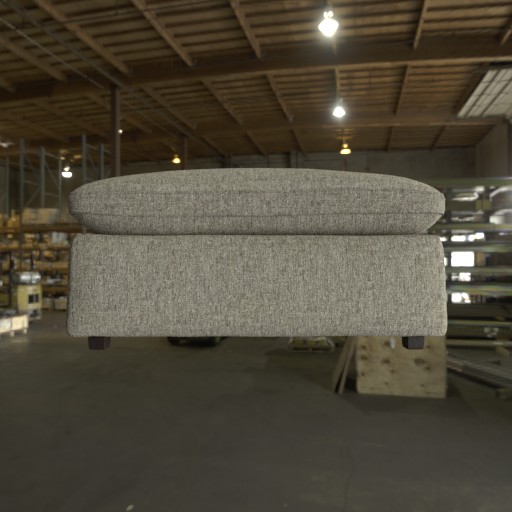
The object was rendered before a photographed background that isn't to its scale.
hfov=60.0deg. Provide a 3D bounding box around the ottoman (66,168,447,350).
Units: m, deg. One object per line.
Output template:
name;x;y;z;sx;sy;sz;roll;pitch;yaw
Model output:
ottoman;0.000;0.000;1.653;1.039;0.526;1.035;0;-1;0
